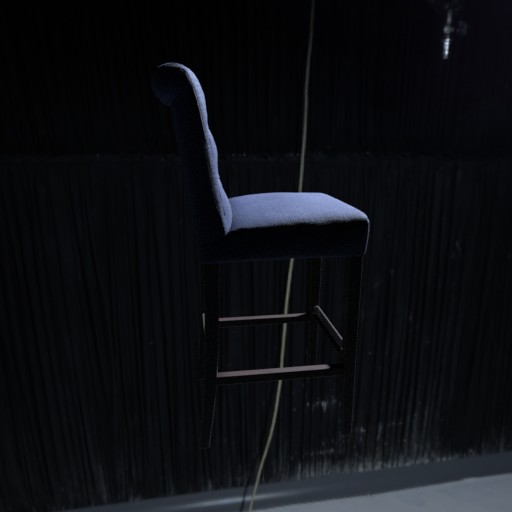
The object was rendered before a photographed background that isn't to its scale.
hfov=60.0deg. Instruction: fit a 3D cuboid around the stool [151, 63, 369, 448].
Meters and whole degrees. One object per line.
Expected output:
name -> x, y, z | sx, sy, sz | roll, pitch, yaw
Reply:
stool -> 0.000, 0.000, 1.492 | 0.601, 1.140, 0.493 | -2, 16, -8
